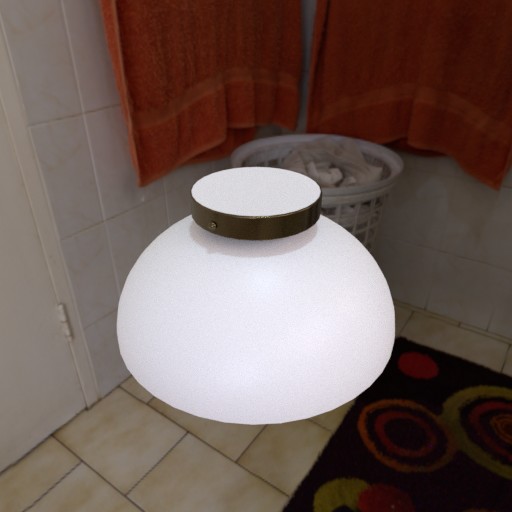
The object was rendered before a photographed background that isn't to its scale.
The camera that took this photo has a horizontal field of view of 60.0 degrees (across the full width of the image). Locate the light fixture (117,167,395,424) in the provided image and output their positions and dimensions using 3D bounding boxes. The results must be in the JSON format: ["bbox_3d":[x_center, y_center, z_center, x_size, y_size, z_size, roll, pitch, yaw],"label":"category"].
[{"bbox_3d":[0.000,0.000,0.544,0.355,0.177,0.355,0,31,0],"label":"light fixture"}]
